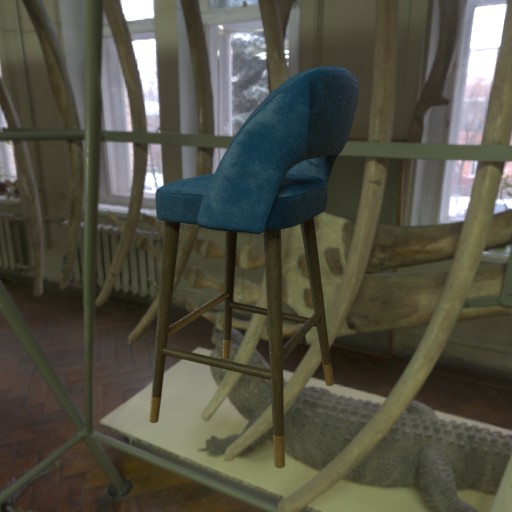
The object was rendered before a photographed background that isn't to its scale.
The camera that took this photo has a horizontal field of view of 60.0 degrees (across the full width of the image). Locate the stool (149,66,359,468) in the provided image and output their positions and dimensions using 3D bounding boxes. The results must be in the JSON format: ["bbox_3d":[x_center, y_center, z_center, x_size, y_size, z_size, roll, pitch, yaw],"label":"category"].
[{"bbox_3d":[0.000,0.000,1.324,0.515,1.016,0.514,8,18,25],"label":"stool"}]
